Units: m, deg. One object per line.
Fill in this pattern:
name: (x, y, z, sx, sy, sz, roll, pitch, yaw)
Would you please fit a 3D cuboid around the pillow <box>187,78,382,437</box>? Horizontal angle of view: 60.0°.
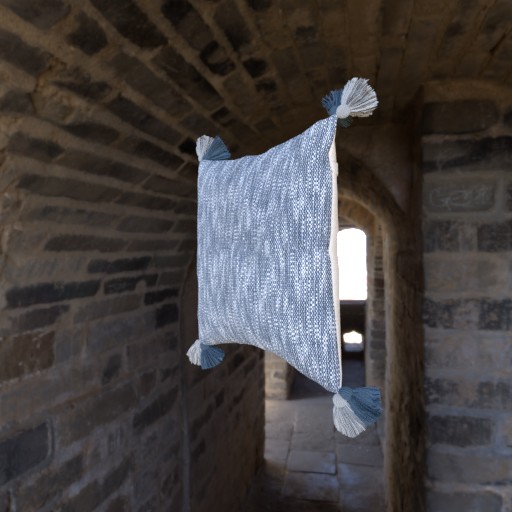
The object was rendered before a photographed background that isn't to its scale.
pillow: (0.000, 0.000, 0.957, 0.138, 0.634, 0.614, 0, 0, -37)
